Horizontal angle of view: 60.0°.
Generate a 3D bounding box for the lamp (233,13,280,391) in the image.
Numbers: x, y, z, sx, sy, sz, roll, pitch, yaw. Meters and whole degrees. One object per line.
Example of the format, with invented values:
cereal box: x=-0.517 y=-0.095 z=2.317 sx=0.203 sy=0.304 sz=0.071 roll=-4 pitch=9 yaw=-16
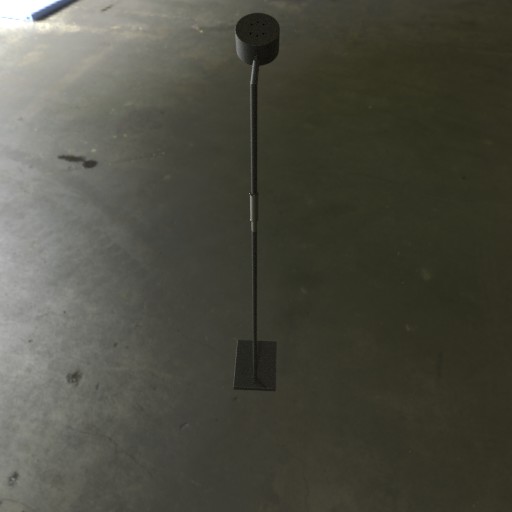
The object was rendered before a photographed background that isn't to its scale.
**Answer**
lamp: x=0.000 y=0.000 z=1.663 sx=0.203 sy=1.600 sz=0.304 roll=2 pitch=47 yaw=2
